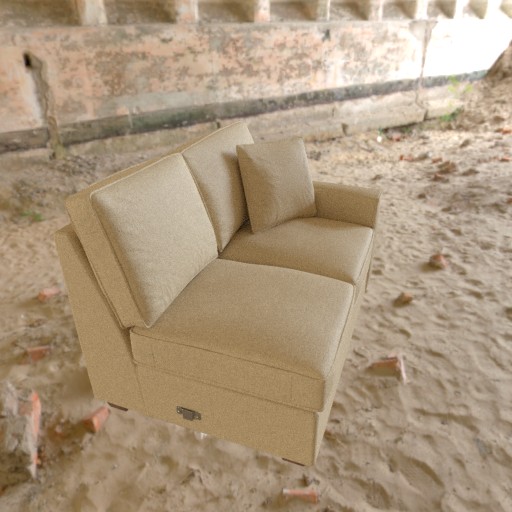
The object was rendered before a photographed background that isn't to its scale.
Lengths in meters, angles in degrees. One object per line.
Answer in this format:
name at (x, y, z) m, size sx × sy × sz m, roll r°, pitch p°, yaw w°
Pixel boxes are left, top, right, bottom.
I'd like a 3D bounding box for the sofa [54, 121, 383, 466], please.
sofa at (0.000, 0.000, 2.061) m, size 0.991 × 0.989 × 1.388 m, roll 10°, pitch 30°, yaw 18°
